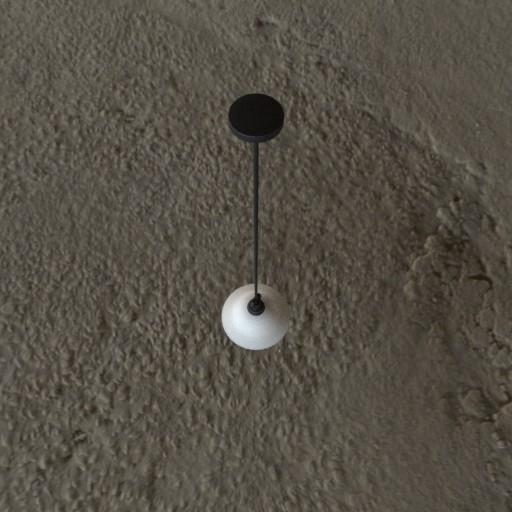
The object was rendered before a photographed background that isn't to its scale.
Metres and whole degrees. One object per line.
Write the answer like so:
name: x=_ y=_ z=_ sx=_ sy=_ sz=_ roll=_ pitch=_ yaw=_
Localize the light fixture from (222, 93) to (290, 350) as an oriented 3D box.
light fixture: x=0.000 y=0.000 z=1.490 sx=0.324 sy=1.337 sz=0.324 roll=33 pitch=69 yaw=14
